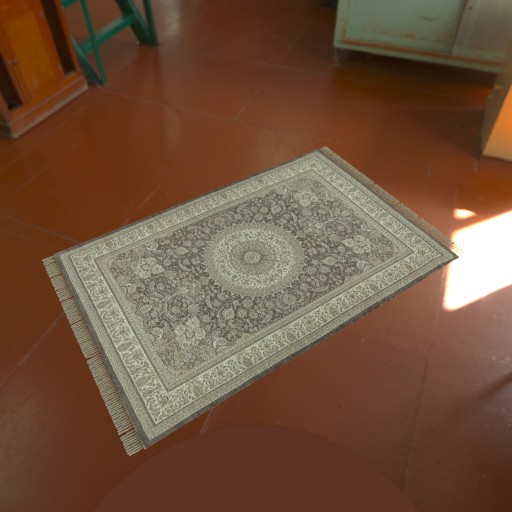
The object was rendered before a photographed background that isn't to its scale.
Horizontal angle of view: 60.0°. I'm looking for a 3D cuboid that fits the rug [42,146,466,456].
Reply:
[{"bbox_3d":[0.000,0.000,4.192,3.422,0.015,2.143,-26,53,-22],"label":"rug"}]
